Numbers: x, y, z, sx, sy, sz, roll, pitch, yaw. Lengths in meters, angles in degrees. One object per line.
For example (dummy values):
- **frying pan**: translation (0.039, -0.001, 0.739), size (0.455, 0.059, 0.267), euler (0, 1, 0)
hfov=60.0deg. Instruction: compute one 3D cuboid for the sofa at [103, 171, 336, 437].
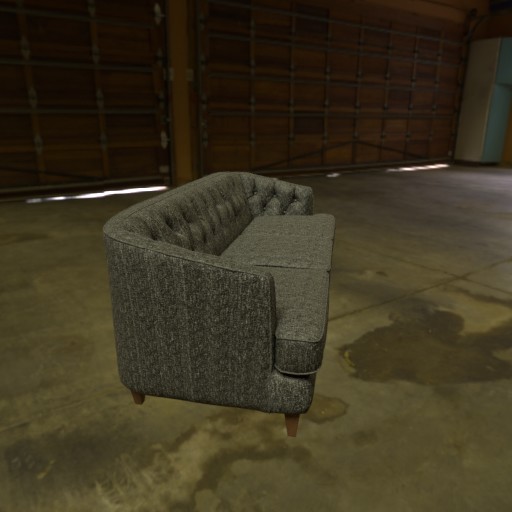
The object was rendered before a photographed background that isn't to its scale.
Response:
- **sofa**: translation (0.000, 0.000, 2.745), size (0.941, 0.855, 2.278), euler (3, 17, 10)
